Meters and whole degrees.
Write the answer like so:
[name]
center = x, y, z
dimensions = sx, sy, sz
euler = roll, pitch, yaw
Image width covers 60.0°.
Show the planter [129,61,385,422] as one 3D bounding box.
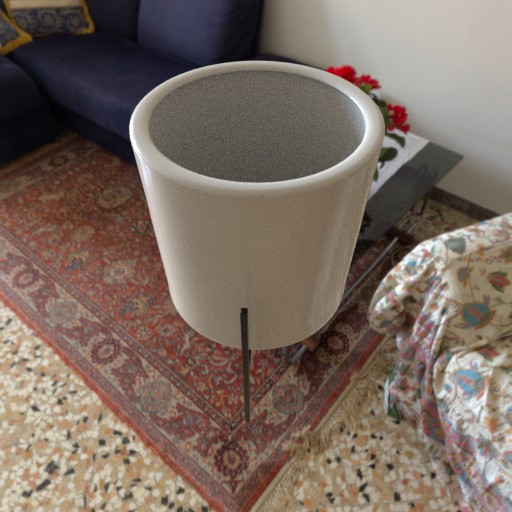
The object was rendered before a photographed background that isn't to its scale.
[planter]
center = 0.000, 0.000, 0.637
dimensions = 0.307, 0.431, 0.308
euler = 4, 47, 3
